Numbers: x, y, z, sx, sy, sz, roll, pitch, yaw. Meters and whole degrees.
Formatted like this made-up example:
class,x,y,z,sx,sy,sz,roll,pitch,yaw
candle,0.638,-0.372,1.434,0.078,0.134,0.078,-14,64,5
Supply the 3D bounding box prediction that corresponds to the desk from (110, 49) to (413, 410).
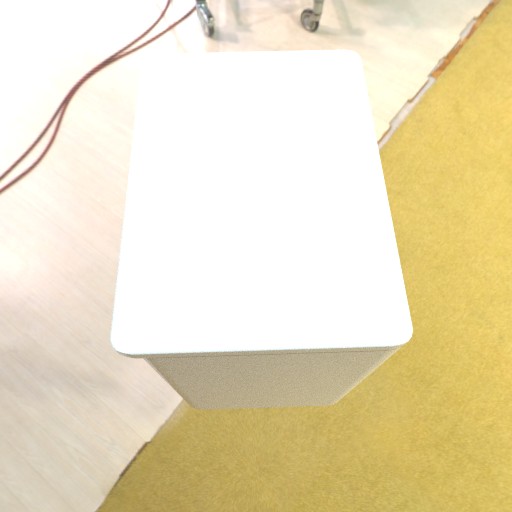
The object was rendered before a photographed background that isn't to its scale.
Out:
class,x,y,z,sx,sy,sz,roll,pitch,yaw
desk,0.000,0.000,1.314,0.549,0.800,0.762,-2,64,-1
